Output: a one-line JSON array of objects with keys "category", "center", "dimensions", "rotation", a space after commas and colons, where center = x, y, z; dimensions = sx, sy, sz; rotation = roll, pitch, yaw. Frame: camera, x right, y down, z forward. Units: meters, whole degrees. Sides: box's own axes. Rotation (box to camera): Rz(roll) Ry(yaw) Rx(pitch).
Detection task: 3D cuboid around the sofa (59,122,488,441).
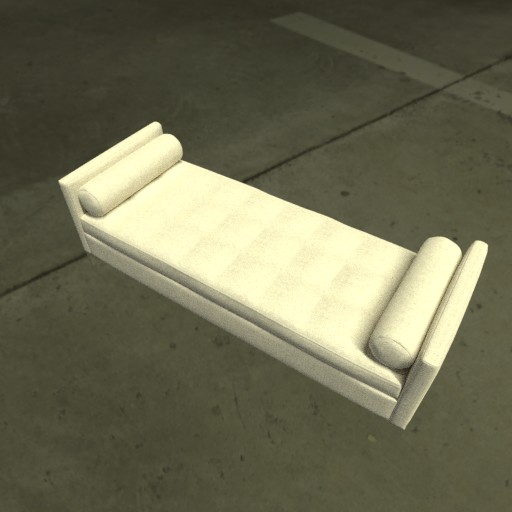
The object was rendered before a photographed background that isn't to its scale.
[{"category": "sofa", "center": [0.000, 0.000, 2.447], "dimensions": [2.102, 0.655, 0.797], "rotation": [25, 51, 23]}]
